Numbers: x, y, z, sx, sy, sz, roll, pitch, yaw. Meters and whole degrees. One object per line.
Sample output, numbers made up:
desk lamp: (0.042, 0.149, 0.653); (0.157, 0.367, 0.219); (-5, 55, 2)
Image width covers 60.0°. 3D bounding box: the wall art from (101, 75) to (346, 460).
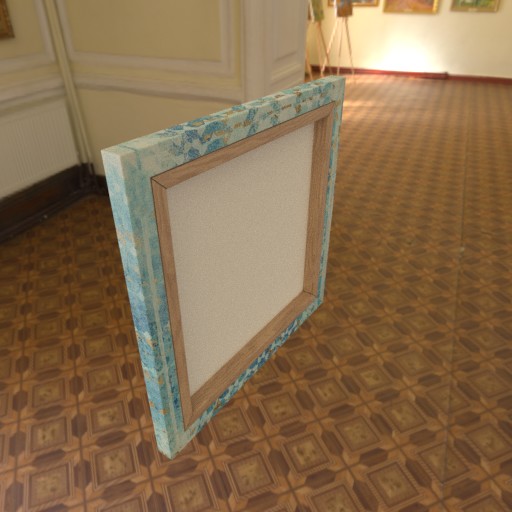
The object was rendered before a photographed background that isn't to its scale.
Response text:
wall art: (0.000, 0.000, 0.912); (0.040, 0.609, 0.609); (21, 38, 30)
